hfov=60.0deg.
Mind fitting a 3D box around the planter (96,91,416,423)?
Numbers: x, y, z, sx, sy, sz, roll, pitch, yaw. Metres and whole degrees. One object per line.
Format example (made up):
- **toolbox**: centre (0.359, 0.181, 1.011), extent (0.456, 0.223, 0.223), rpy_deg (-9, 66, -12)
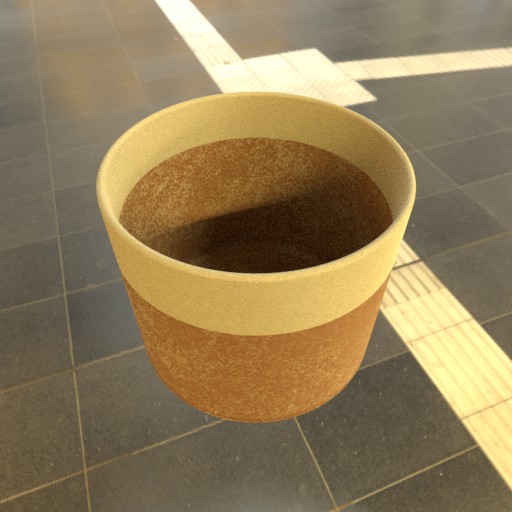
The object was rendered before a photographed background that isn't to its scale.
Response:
- **planter**: centre (0.000, 0.000, 0.274), extent (0.159, 0.138, 0.159), rpy_deg (0, 46, 0)
